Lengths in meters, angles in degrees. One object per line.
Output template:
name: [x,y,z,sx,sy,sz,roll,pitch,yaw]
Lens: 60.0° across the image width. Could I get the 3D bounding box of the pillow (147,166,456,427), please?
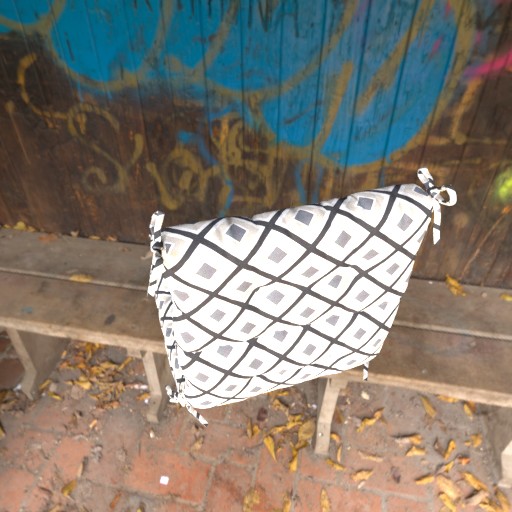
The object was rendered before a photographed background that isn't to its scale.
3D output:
pillow: [0.000,0.000,1.015,0.519,0.605,0.571,-12,42,-13]
